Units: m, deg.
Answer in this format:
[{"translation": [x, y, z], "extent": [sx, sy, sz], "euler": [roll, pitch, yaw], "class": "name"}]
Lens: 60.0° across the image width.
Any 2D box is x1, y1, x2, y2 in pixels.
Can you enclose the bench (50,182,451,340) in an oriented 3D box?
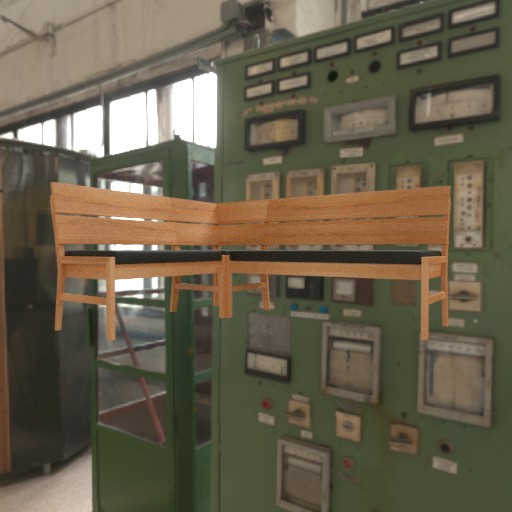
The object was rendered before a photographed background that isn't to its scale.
[{"translation": [0.000, 0.000, 2.752], "extent": [1.948, 0.890, 1.548], "euler": [1, 1, 35], "class": "bench"}]
